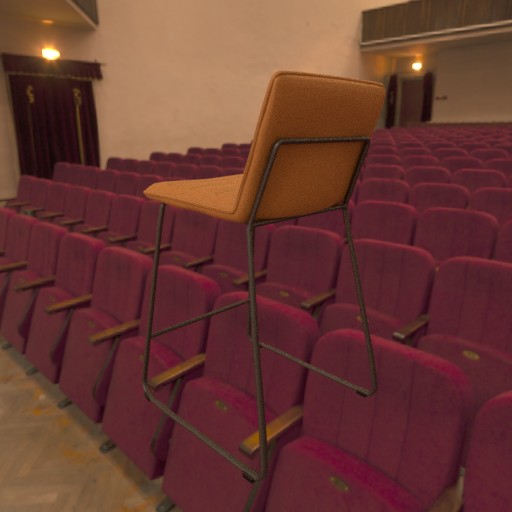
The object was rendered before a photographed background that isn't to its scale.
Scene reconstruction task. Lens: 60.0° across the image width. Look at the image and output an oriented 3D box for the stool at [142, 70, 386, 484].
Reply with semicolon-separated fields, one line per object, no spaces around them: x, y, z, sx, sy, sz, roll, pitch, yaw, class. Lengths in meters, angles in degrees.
0.000;0.000;1.191;0.489;0.866;0.524;-15;22;-43;stool
